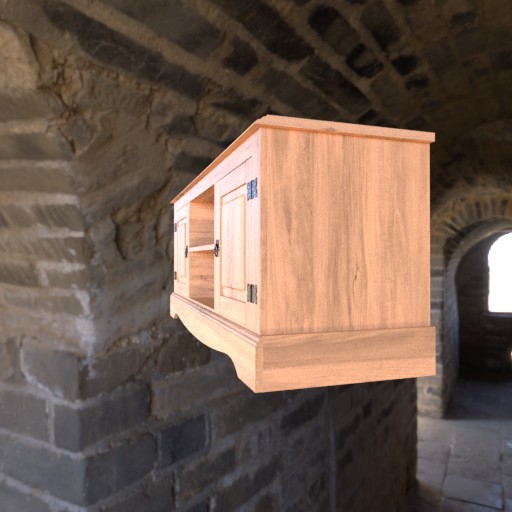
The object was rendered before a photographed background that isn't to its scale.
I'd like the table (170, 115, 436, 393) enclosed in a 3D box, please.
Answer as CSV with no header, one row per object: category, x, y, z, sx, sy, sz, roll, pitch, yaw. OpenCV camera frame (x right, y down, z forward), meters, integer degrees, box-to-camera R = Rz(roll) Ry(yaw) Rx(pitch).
table,0.000,0.000,1.440,0.400,0.510,1.200,0,-1,-18
